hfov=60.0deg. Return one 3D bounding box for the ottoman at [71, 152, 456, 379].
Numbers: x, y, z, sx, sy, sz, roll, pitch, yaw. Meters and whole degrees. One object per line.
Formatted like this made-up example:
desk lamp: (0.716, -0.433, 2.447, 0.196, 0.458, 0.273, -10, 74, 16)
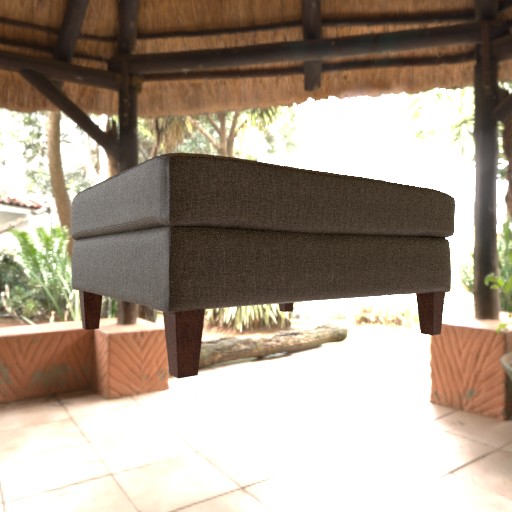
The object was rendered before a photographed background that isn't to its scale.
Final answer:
ottoman: (0.000, 0.000, 1.452, 0.994, 0.492, 0.839, 0, 0, -35)
